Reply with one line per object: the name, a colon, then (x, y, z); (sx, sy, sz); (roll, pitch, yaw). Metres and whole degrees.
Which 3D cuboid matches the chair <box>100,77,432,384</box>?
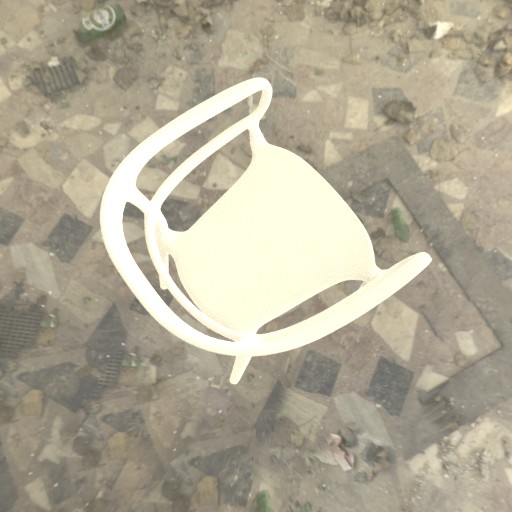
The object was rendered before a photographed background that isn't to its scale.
chair: (0.000, 0.000, 1.130); (0.527, 0.761, 0.559); (-37, 77, -10)
